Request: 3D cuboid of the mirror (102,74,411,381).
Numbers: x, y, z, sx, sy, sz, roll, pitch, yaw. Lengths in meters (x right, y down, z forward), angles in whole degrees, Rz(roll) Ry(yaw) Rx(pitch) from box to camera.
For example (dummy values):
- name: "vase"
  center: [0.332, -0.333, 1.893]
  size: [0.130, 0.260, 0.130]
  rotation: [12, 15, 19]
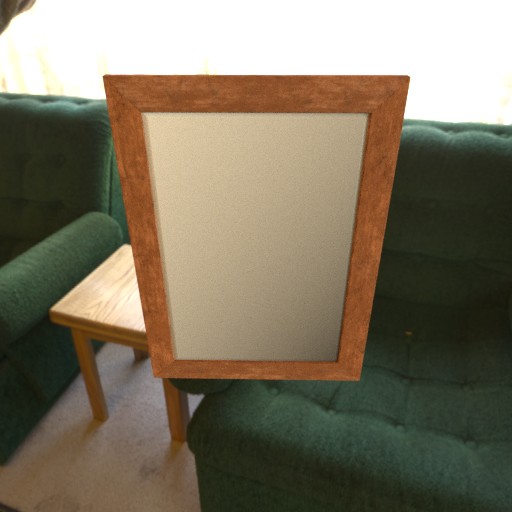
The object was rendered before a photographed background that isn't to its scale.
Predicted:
- name: "mirror"
  center: [0.000, 0.000, 1.436]
  size: [0.796, 1.099, 0.028]
  rotation: [1, 31, 1]
